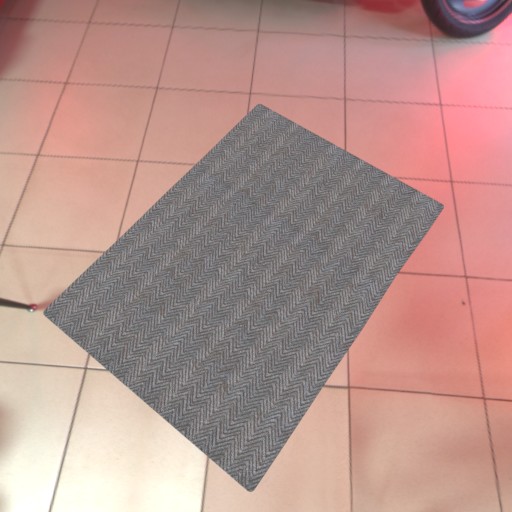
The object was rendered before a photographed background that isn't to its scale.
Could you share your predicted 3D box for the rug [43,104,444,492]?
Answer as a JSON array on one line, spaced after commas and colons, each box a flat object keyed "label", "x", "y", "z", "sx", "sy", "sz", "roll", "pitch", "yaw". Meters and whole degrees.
[{"label": "rug", "x": 0.000, "y": 0.000, "z": 5.175, "sx": 2.894, "sy": 0.011, "sz": 3.957, "roll": 34, "pitch": 68, "yaw": 16}]
